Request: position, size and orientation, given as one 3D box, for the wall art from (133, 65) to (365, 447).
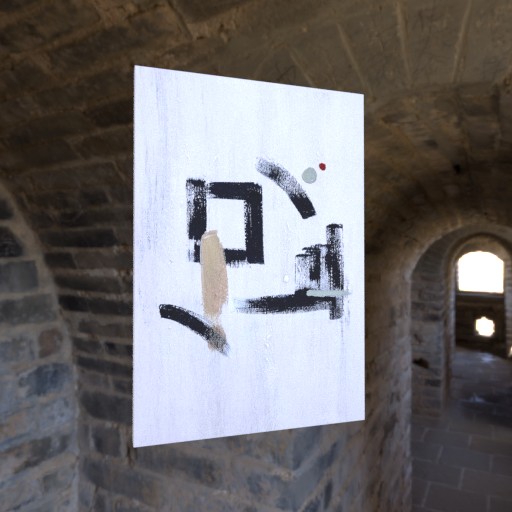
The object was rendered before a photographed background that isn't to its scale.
[{"bbox_3d":[0.000,0.000,1.173,0.624,0.914,0.043,0,-1,-17],"label":"wall art"}]
